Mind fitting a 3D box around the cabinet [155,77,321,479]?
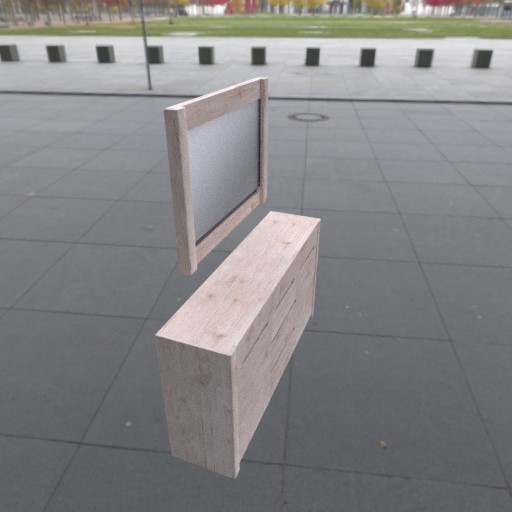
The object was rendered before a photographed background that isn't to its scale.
[{"bbox_3d":[0.000,0.000,2.825,0.420,1.981,1.700,11,31,19],"label":"cabinet"}]
